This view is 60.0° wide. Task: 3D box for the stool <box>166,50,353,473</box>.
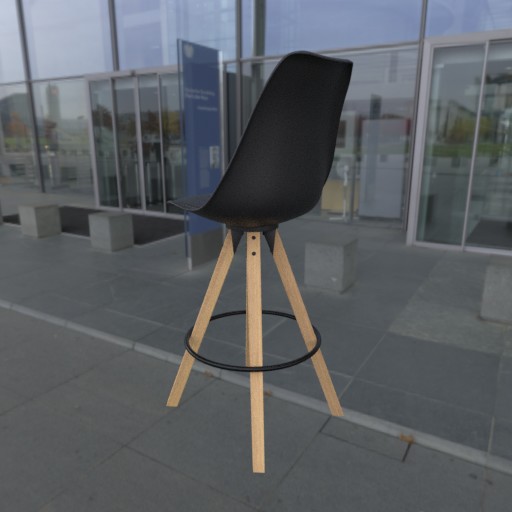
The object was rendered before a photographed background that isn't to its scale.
[{"bbox_3d":[0.000,0.000,1.406,0.485,1.115,0.550,-14,20,-42],"label":"stool"}]
